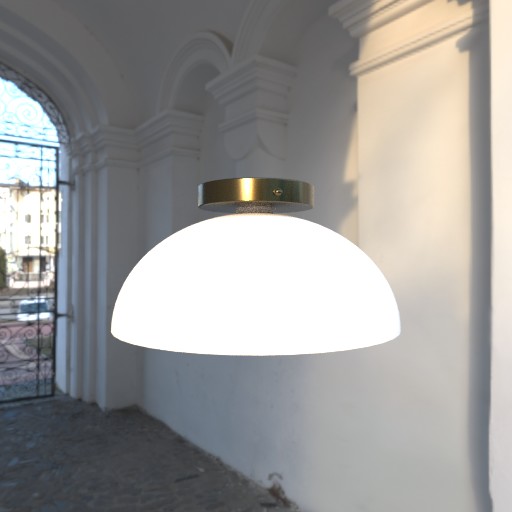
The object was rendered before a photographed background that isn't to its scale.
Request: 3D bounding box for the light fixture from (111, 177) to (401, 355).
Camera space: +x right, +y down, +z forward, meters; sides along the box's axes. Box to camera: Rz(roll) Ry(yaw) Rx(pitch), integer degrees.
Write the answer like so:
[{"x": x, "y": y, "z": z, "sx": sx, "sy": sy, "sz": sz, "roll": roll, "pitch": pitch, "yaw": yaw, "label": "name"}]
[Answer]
[{"x": 0.000, "y": 0.000, "z": 0.571, "sx": 0.355, "sy": 0.177, "sz": 0.355, "roll": 0, "pitch": 0, "yaw": 0, "label": "light fixture"}]
